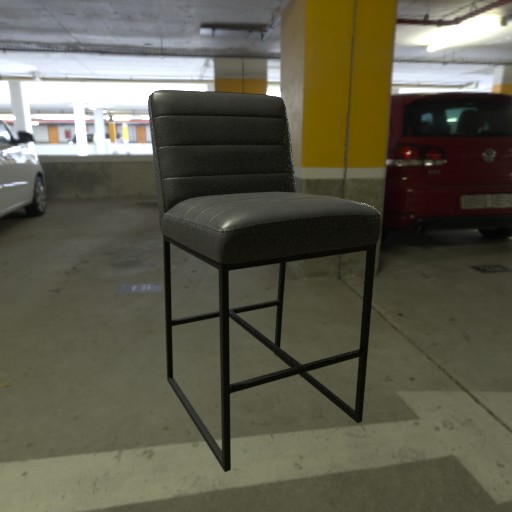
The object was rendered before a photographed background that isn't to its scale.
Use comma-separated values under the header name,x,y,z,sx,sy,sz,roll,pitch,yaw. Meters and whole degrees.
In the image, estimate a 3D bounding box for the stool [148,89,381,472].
name,x,y,z,sx,sy,sz,roll,pitch,yaw
stool,0.000,0.000,1.290,0.457,0.938,0.552,-8,17,-27
